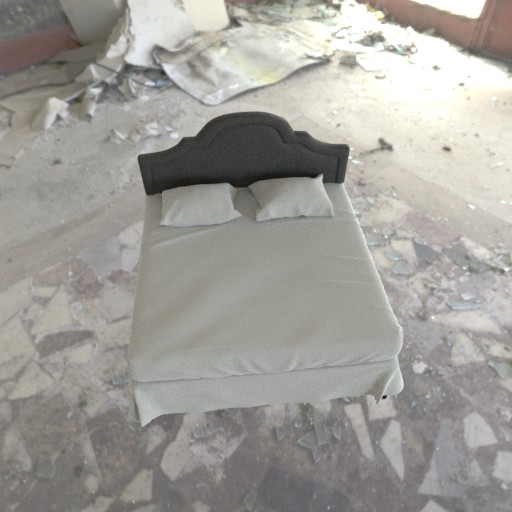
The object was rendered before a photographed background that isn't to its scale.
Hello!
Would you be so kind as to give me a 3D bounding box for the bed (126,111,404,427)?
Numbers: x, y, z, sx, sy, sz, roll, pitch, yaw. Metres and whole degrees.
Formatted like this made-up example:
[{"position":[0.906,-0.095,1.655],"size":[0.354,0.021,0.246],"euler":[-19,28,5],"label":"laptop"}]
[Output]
[{"position":[0.000,0.000,3.769],"size":[2.303,1.631,2.222],"euler":[-4,46,-4],"label":"bed"}]
